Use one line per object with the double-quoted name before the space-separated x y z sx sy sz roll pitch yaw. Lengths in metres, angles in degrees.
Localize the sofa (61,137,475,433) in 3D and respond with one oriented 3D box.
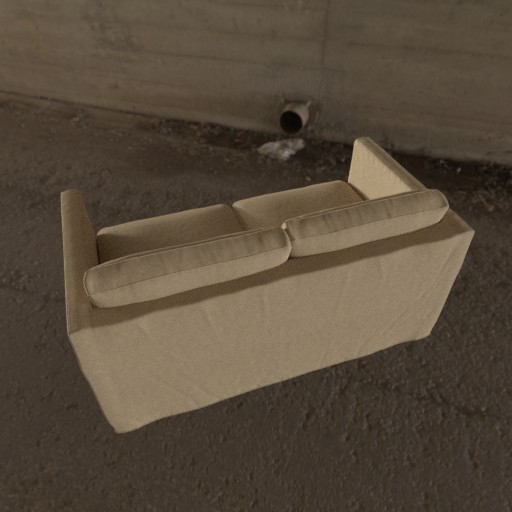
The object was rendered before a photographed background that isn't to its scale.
"sofa" 0.000 0.000 2.222 1.719 0.835 0.962 -13 44 -14
